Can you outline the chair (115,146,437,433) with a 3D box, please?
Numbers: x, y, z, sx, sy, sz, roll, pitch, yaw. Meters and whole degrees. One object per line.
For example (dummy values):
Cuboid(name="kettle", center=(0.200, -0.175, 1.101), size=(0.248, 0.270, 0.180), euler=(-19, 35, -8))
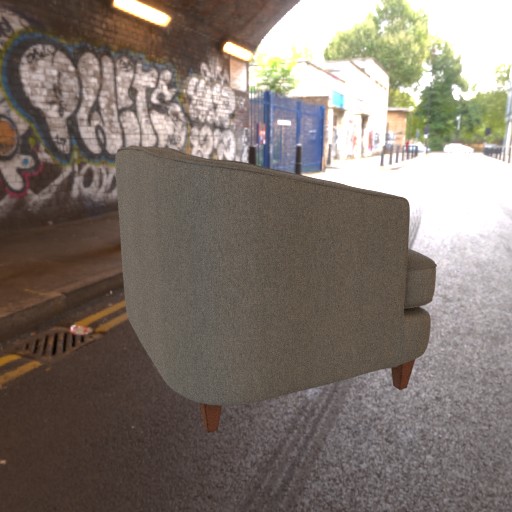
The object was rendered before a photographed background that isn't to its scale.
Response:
Cuboid(name="chair", center=(0.000, 0.000, 1.768), size=(0.945, 0.852, 1.094), euler=(-7, 16, -26))
